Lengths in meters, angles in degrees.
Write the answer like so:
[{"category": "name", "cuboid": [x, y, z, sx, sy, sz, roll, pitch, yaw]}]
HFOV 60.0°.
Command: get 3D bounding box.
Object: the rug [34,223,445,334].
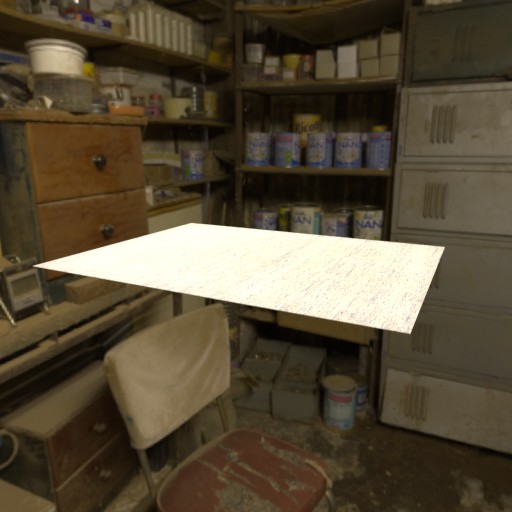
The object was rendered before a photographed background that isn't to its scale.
[{"category": "rug", "cuboid": [0.000, 0.000, 4.285, 3.197, 0.006, 2.438, 7, 16, 26]}]
